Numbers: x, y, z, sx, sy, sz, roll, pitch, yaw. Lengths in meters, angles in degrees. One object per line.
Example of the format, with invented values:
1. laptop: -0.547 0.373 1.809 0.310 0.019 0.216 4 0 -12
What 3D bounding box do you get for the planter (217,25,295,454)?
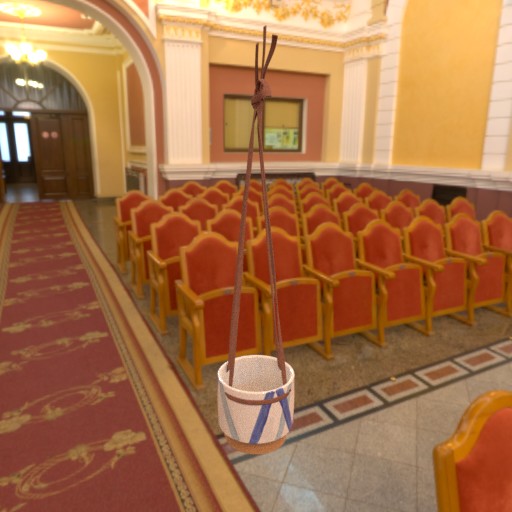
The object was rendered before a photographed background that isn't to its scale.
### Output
1. planter: 0.000 0.000 0.817 0.153 0.753 0.157 -7 16 -25
